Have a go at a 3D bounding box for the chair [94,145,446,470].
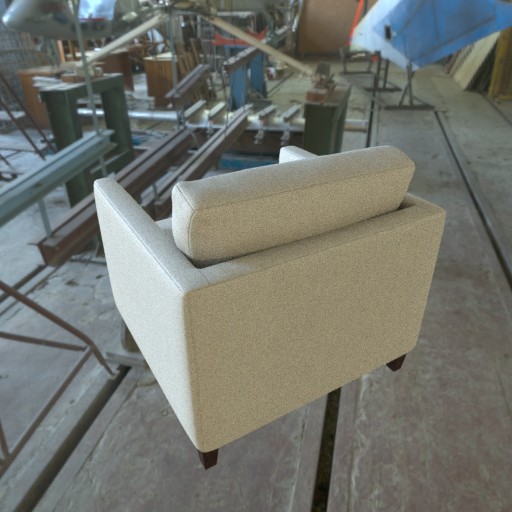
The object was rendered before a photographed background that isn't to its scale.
[{"bbox_3d":[0.000,0.000,1.752,0.996,0.919,0.959,-17,34,-27],"label":"chair"}]
